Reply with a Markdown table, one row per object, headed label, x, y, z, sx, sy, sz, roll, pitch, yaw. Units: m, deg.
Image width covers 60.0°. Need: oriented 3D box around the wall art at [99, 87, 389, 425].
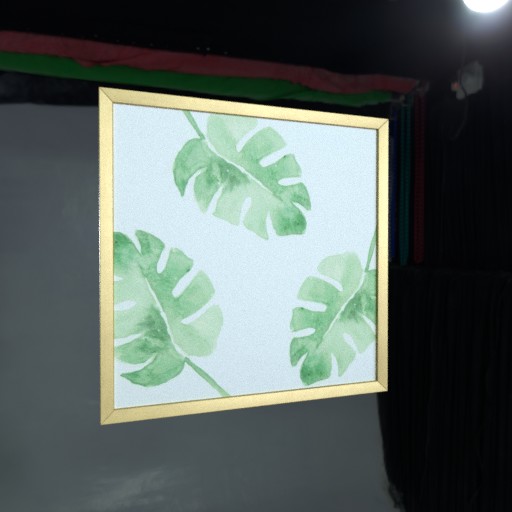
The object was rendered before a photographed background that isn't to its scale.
| label | x | y | z | sx | sy | sz | roll | pitch | yaw |
| --- | --- | --- | --- | --- | --- | --- | --- | --- | --- |
| wall art | 0.000 | 0.000 | 0.764 | 0.508 | 0.508 | 0.038 | 0 | 1 | -19 |
